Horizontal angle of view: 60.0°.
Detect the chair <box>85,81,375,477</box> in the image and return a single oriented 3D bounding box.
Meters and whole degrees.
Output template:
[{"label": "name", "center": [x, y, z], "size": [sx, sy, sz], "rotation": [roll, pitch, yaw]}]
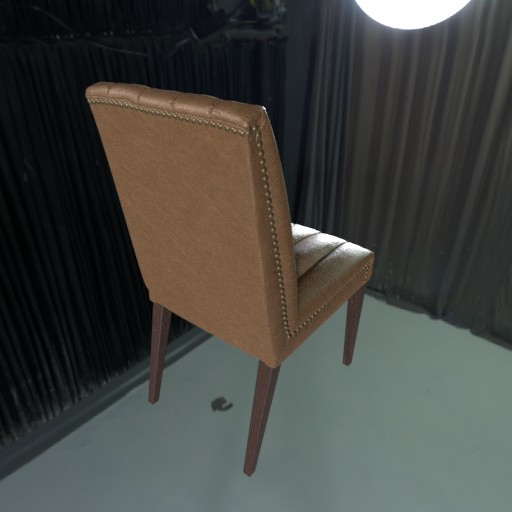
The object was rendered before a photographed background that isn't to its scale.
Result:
[{"label": "chair", "center": [0.000, 0.000, 1.323], "size": [0.511, 1.016, 0.647], "rotation": [22, 36, 33]}]
